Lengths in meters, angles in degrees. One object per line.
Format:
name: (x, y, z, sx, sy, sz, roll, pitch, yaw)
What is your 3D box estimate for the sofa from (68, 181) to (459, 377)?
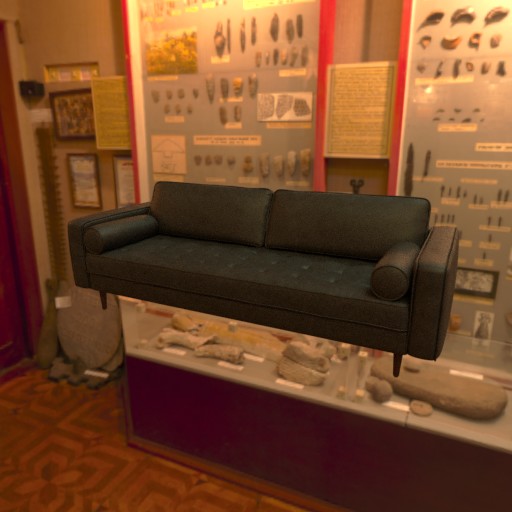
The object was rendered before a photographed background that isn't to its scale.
sofa: (0.000, 0.000, 2.679, 2.210, 0.762, 0.914, 8, 18, 25)
